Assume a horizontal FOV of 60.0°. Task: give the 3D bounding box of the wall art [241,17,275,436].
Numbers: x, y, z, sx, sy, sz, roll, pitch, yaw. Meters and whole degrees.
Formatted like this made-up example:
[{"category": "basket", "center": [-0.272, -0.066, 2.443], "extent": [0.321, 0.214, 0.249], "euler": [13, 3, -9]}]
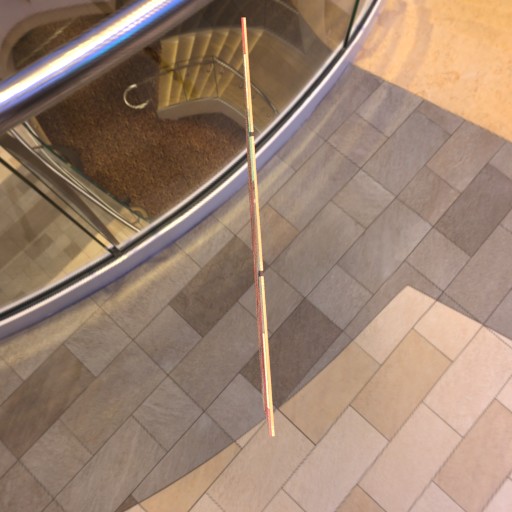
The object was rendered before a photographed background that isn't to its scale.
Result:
[{"category": "wall art", "center": [0.000, 0.000, 1.813], "extent": [0.013, 1.220, 1.216], "euler": [-4, 76, -1]}]
